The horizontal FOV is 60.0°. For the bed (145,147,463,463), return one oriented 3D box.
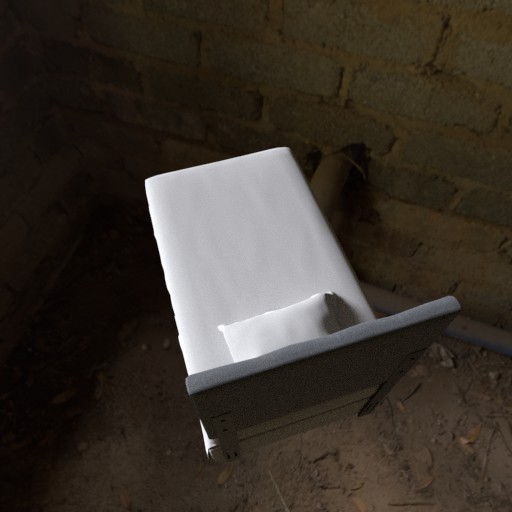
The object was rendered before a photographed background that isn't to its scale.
[{"bbox_3d":[0.000,0.000,2.841,1.261,1.571,1.997,-15,58,-10],"label":"bed"}]
